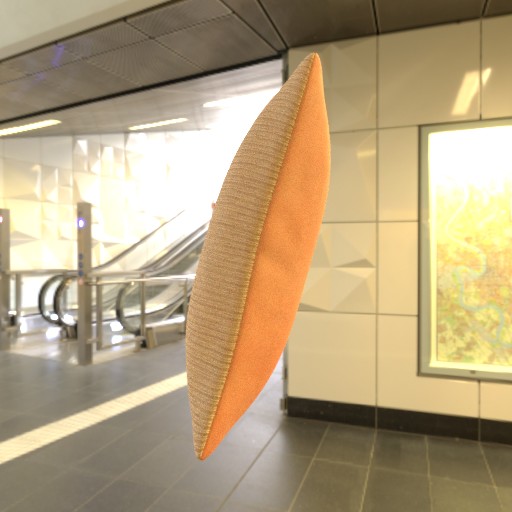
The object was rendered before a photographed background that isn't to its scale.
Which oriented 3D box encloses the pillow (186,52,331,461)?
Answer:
[{"bbox_3d":[0.000,0.000,0.642,0.177,0.401,0.424,0,0,0],"label":"pillow"}]
